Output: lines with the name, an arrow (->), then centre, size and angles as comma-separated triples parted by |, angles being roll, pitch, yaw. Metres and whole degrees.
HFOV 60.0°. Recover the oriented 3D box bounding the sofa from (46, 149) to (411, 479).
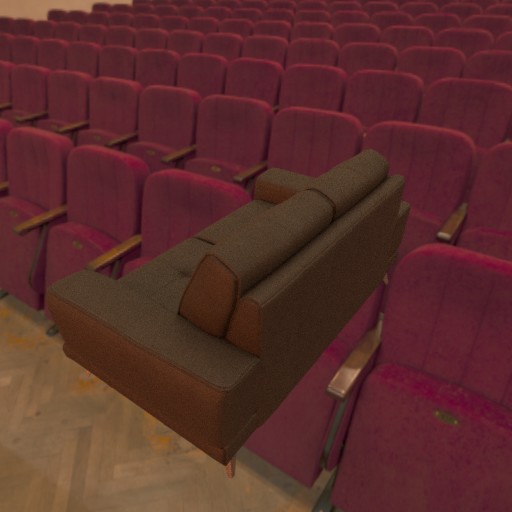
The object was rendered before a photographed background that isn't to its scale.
sofa -> 0.000, 0.000, 2.304 | 1.018, 0.907, 1.806 | 21, 38, 30
